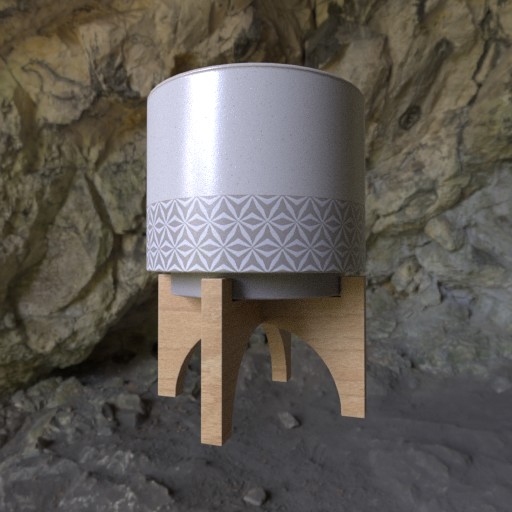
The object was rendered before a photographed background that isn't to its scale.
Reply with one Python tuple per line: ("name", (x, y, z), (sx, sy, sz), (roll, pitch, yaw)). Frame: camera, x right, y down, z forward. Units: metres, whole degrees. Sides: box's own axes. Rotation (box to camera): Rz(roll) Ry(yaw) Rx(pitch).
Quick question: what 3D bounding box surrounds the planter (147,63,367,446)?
("planter", (0.000, 0.000, 0.392), (0.188, 0.260, 0.188), (0, -1, 0))
